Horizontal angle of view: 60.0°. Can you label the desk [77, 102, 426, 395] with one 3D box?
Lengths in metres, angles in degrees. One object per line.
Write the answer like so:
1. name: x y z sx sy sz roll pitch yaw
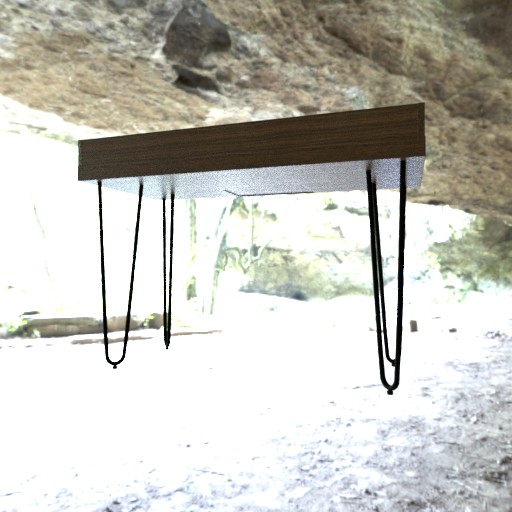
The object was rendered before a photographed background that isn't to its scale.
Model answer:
1. desk: 0.000 0.000 1.701 1.200 0.854 0.565 0 -1 19
